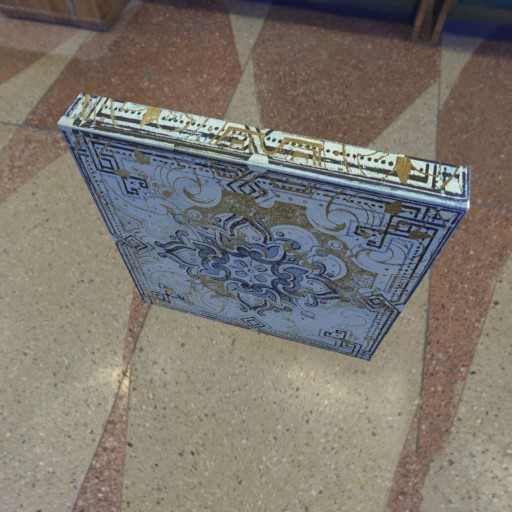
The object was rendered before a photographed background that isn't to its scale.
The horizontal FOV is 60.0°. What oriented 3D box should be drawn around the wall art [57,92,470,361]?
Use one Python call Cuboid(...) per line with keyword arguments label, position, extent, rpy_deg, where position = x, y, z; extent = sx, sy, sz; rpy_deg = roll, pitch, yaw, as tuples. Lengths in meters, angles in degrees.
Cuboid(label="wall art", position=(0.000, 0.000, 0.452), extent=(0.302, 0.306, 0.038), rpy_deg=(13, 59, 8))
